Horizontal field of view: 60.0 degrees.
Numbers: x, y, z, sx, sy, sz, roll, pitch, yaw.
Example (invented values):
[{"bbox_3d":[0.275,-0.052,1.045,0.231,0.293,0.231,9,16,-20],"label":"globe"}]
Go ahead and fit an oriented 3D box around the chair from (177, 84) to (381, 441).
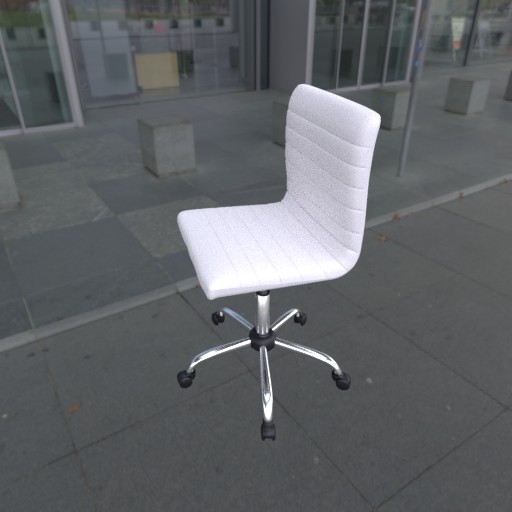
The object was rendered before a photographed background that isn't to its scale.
[{"bbox_3d":[0.000,0.000,1.103,0.455,0.750,0.520,-9,31,-16],"label":"chair"}]
